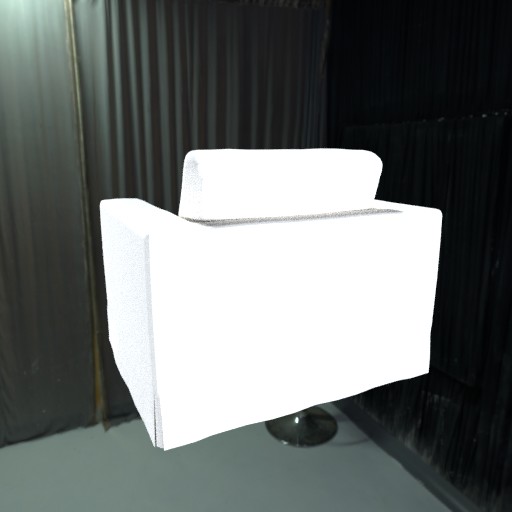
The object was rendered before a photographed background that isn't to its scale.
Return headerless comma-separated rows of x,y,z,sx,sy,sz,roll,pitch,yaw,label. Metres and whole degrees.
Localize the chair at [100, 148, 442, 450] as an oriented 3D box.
0.000,0.000,1.868,1.150,0.878,0.957,-7,15,-26,chair
